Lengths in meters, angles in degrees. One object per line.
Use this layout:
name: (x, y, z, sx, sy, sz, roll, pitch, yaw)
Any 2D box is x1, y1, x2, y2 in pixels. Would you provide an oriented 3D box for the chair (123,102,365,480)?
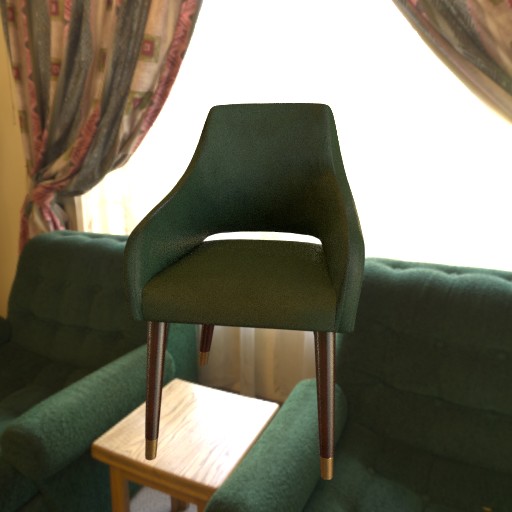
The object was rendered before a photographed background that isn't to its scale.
chair: (0.000, 0.000, 1.534, 0.683, 1.081, 0.794, 2, 14, 9)
